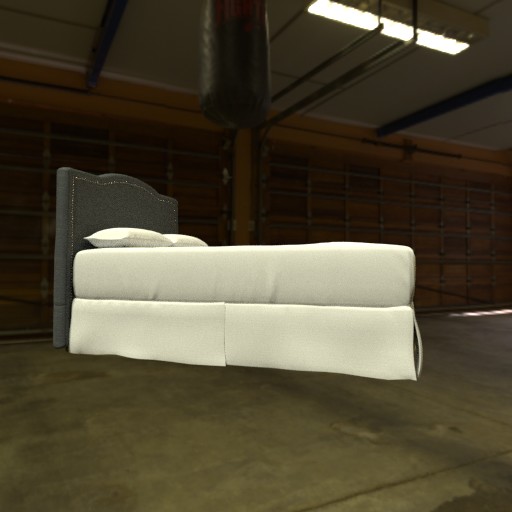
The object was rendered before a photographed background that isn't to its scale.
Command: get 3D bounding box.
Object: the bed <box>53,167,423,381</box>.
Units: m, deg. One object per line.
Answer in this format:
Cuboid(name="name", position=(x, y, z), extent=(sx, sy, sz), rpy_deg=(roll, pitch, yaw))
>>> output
Cuboid(name="bed", position=(0.000, 0.000, 3.618), extent=(2.507, 1.441, 1.747), rpy_deg=(0, -1, 18))
